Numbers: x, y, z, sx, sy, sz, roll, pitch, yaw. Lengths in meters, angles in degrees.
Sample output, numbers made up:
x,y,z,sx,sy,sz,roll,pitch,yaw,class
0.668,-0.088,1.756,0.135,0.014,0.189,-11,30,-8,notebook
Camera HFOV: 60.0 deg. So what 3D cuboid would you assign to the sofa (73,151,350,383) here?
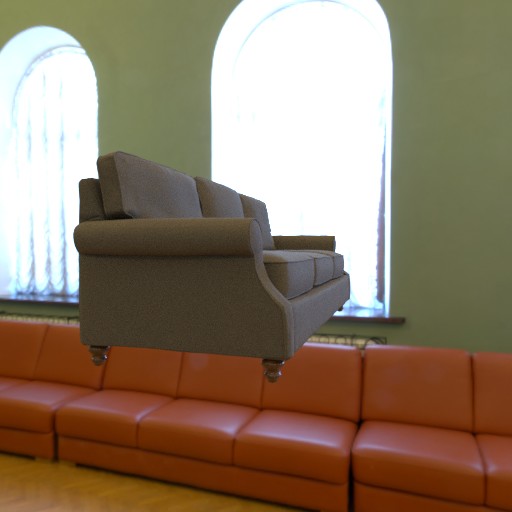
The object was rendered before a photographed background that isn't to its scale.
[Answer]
x,y,z,sx,sy,sz,roll,pitch,yaw,class
0.000,0.000,2.811,0.966,0.948,2.353,0,1,18,sofa
